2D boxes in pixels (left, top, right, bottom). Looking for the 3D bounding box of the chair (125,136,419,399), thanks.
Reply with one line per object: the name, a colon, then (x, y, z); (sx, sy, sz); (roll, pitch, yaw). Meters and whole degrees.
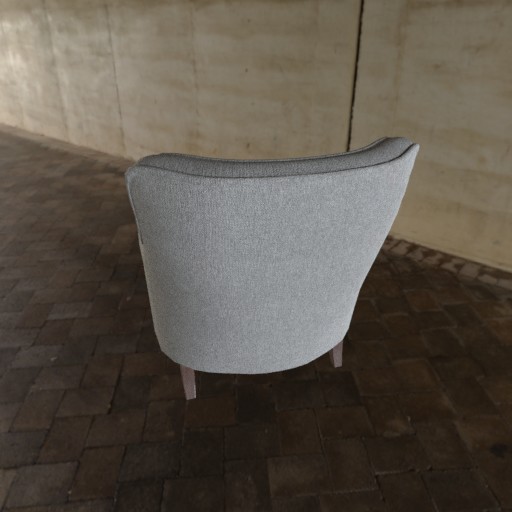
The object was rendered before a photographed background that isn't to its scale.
chair: (0.000, 0.000, 1.587); (0.820, 0.920, 0.910); (-8, 28, -15)
